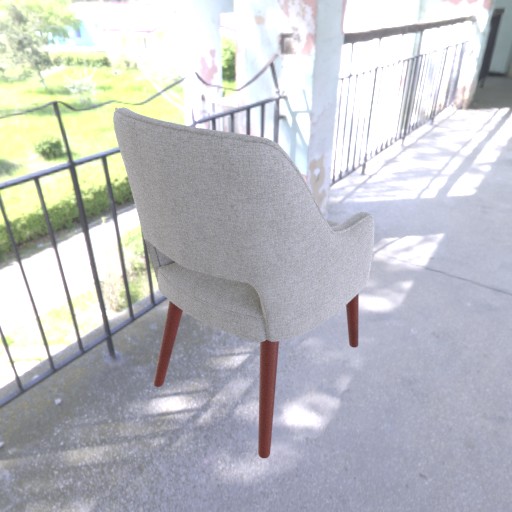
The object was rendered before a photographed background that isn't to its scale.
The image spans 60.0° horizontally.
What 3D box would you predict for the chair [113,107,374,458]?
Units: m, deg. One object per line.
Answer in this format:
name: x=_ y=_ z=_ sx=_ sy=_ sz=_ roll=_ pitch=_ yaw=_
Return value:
chair: x=0.000 y=0.000 z=1.221 sx=0.548 sy=0.849 sz=0.605 roll=21 pitch=37 yaw=31
